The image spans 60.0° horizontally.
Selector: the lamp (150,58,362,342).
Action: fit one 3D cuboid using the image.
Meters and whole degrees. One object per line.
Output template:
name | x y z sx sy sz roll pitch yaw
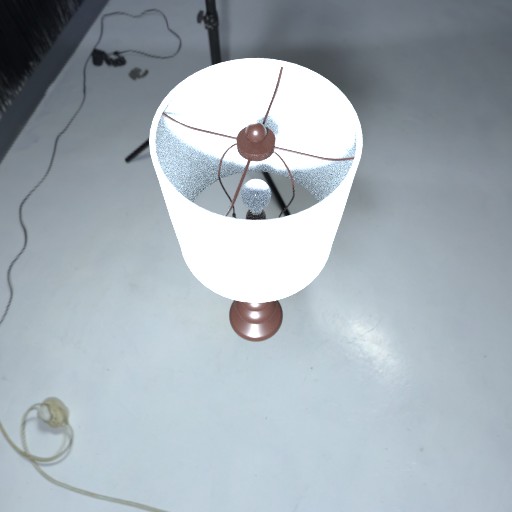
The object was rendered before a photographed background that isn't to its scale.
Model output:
lamp | 0.000 0.000 0.827 0.254 0.690 0.254 15 65 7
